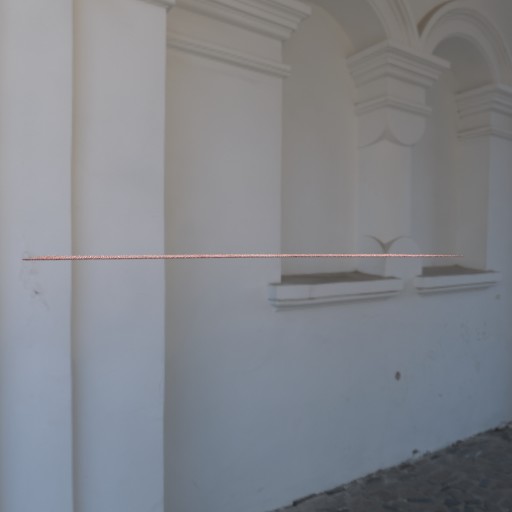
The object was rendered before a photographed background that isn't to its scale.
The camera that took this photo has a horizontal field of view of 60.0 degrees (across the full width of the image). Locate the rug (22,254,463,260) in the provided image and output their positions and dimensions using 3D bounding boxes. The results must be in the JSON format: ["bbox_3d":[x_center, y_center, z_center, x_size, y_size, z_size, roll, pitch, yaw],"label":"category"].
[{"bbox_3d":[0.000,0.000,2.584,2.353,0.013,0.718,0,1,-18],"label":"rug"}]
